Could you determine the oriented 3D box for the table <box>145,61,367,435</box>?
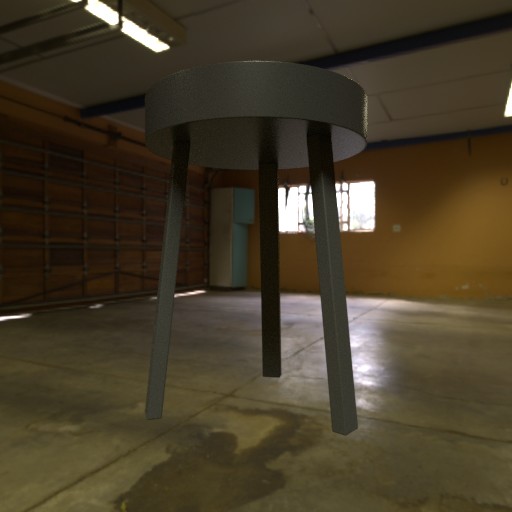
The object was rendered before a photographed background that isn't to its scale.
[{"bbox_3d":[0.000,0.000,0.837,0.406,0.559,0.406,0,0,0],"label":"table"}]
